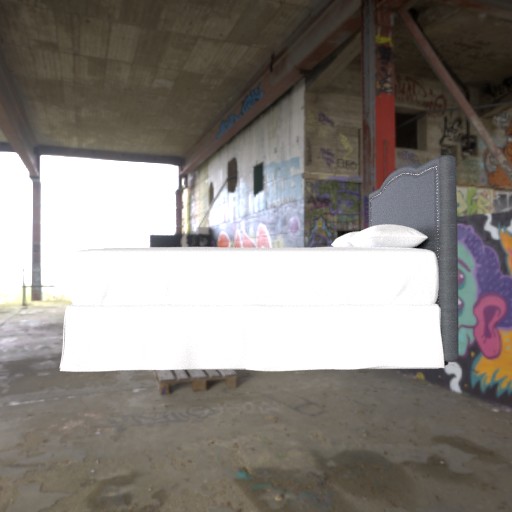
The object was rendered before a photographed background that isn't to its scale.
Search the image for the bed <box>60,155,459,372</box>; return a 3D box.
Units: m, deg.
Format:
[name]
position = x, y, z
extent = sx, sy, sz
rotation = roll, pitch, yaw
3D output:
[bed]
position = 0.000, 0.000, 3.583
extent = 2.507, 1.441, 1.747
rotation = 0, -1, -1
